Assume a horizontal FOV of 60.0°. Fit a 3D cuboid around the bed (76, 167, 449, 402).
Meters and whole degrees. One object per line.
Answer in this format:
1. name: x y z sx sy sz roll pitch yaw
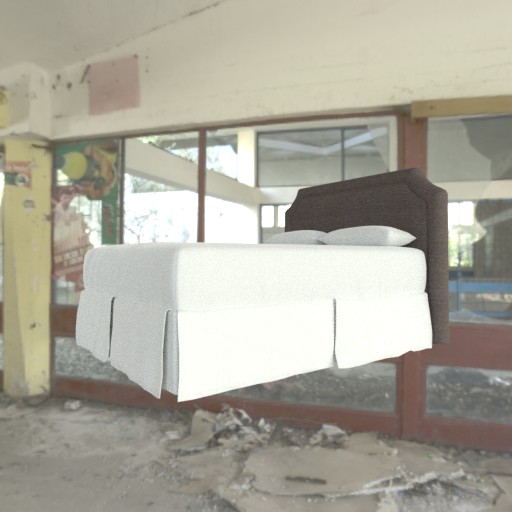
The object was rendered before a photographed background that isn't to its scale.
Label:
1. bed: 0.000 0.000 3.141 2.116 1.290 1.693 0 0 -36
